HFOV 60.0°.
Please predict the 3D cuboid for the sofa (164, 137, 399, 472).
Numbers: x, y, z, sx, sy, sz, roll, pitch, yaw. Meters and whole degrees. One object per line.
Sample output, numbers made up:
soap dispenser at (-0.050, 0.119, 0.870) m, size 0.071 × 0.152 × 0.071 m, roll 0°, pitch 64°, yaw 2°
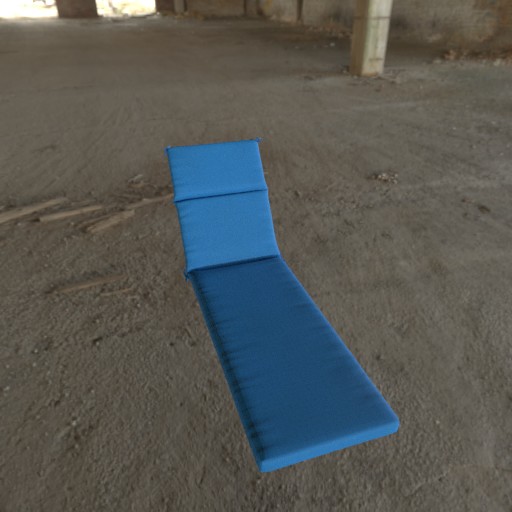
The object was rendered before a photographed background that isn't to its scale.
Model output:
sofa at (0.000, 0.000, 2.009) m, size 0.582 × 0.622 × 1.663 m, roll -10°, pitch 32°, yaw -16°
